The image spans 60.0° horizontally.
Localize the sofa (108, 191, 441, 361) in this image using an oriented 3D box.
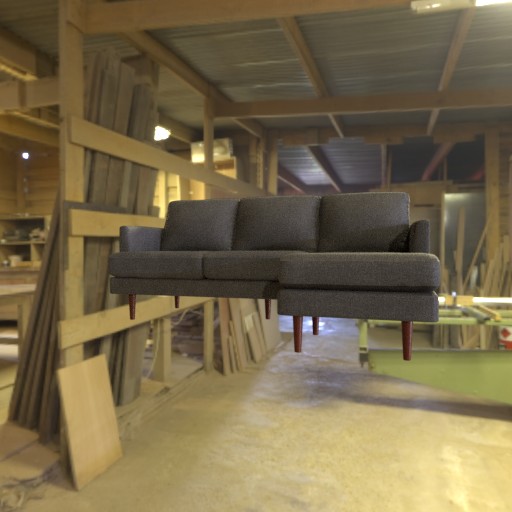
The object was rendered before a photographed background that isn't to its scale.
[{"bbox_3d":[0.000,0.000,3.029,2.233,0.956,1.504,0,1,18],"label":"sofa"}]
